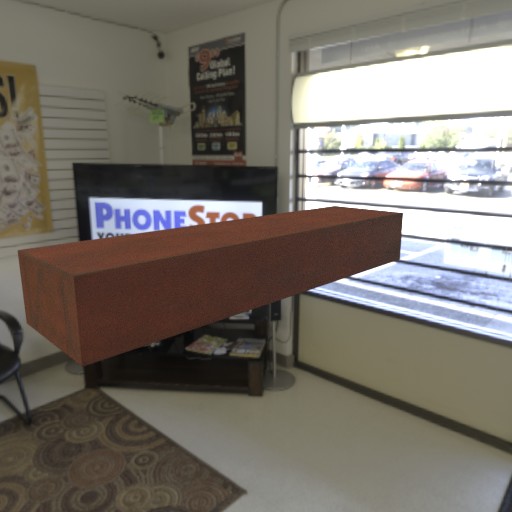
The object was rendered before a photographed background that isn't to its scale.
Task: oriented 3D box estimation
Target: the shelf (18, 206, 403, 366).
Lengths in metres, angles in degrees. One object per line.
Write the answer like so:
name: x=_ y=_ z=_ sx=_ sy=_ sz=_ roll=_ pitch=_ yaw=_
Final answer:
shelf: x=0.000 y=0.000 z=0.665 sx=0.607 sy=0.088 sz=0.152 roll=-13 pitch=18 yaw=-43
